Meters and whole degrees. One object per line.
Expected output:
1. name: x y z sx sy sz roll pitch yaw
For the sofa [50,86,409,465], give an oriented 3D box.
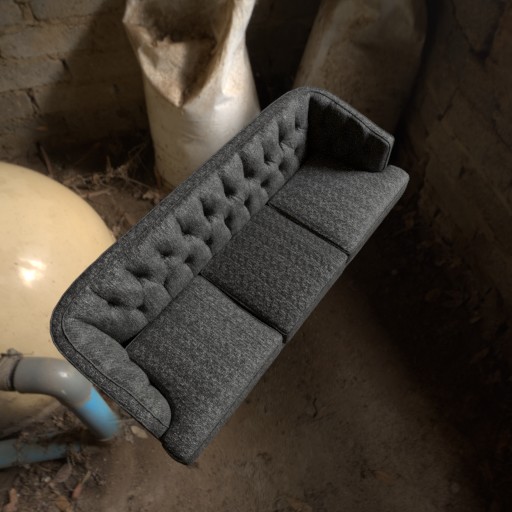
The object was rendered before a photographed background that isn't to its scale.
1. sofa: 0.000 0.000 2.704 0.941 0.855 2.278 34 64 19
